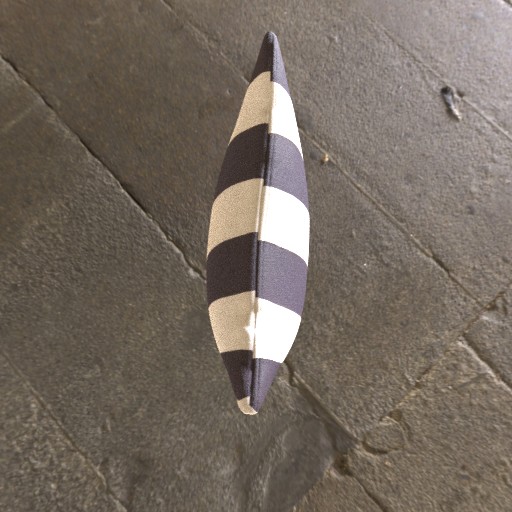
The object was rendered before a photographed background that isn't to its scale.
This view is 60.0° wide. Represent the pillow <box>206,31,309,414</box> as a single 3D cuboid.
[{"bbox_3d":[0.000,0.000,0.822,0.189,0.526,0.536,2,76,0],"label":"pillow"}]
